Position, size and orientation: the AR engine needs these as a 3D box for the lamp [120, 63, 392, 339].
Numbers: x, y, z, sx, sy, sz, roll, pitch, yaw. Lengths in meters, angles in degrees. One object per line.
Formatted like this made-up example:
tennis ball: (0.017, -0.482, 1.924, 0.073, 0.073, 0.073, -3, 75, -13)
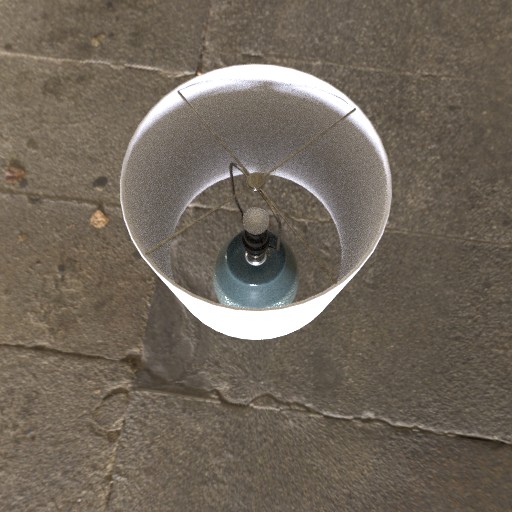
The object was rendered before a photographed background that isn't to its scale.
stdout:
lamp: (0.000, 0.000, 0.571, 0.217, 0.453, 0.217, -36, 77, -10)
